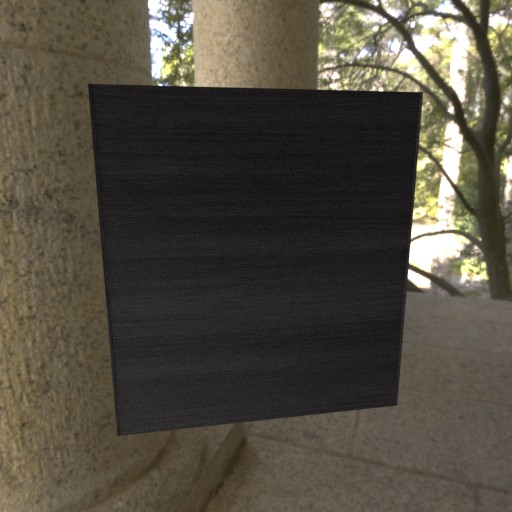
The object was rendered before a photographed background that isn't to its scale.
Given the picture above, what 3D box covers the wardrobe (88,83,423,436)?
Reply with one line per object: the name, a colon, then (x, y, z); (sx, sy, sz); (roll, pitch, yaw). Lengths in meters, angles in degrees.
wardrobe: (0.000, 0.000, 2.839); (1.780, 1.960, 0.629); (-2, 14, -10)
